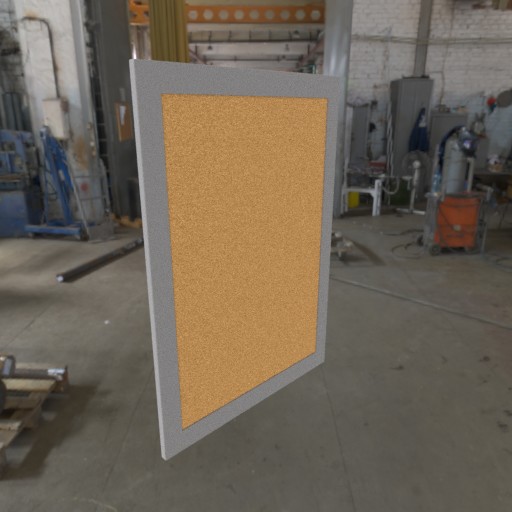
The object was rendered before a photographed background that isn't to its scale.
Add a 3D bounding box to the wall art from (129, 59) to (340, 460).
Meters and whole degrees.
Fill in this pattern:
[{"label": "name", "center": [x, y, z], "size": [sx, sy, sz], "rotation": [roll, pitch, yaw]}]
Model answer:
[{"label": "wall art", "center": [0.000, 0.000, 0.680], "size": [0.374, 0.529, 0.012], "rotation": [-17, 25, -42]}]
